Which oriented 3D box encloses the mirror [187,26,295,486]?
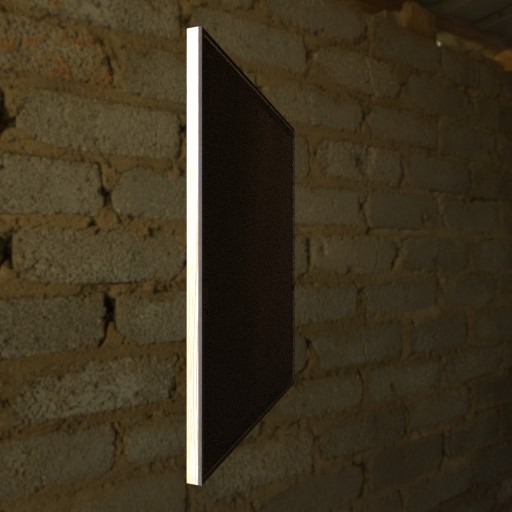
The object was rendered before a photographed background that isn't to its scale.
[{"bbox_3d":[0.000,0.000,1.201,0.032,0.882,0.730,0,0,19],"label":"mirror"}]
